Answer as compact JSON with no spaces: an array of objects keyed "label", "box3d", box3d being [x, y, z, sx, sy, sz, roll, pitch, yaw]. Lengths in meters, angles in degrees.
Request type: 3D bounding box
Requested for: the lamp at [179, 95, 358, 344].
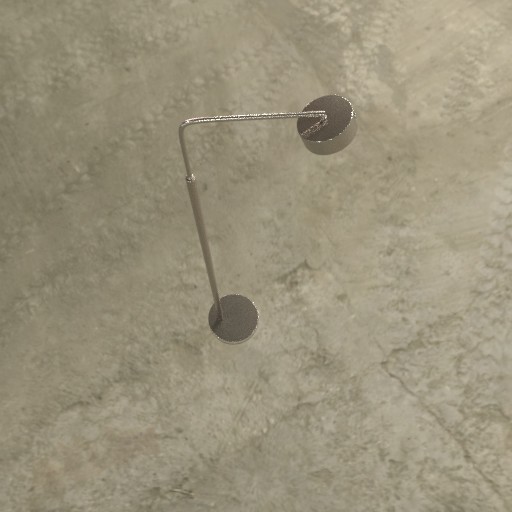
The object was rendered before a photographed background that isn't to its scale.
[{"label":"lamp","box3d":[0.000,0.000,1.436,0.421,1.250,0.222,-3,63,-2]}]
